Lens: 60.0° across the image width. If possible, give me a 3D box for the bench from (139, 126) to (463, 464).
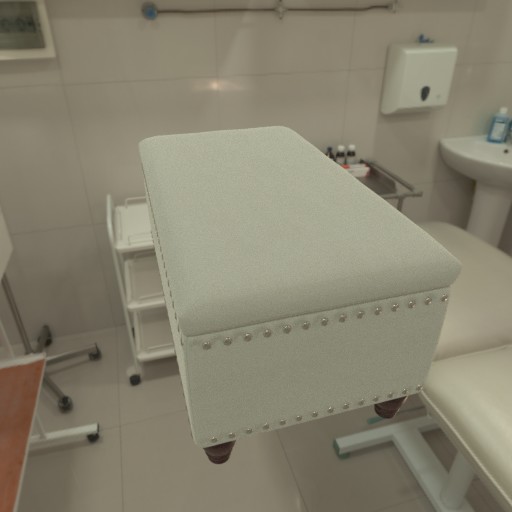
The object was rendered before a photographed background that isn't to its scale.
[{"bbox_3d":[0.000,0.000,1.174,0.500,0.449,0.887,-9,33,-14],"label":"bench"}]
